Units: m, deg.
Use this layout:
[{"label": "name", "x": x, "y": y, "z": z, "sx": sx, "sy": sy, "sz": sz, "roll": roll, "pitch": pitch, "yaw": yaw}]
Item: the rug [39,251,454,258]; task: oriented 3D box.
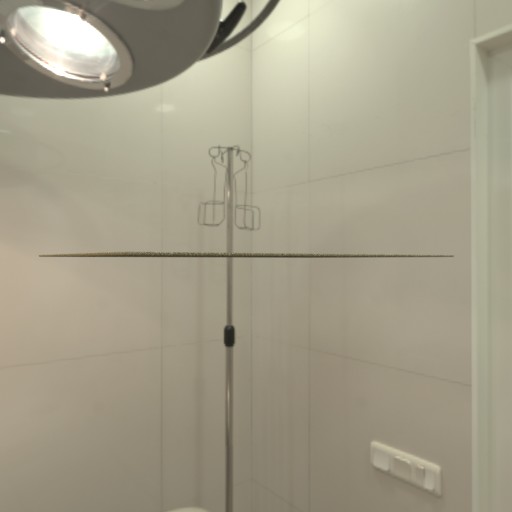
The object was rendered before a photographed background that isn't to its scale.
[{"label": "rug", "x": 0.000, "y": 0.000, "z": 3.062, "sx": 2.448, "sy": 0.012, "sz": 1.540, "roll": 0, "pitch": -1, "yaw": -37}]
